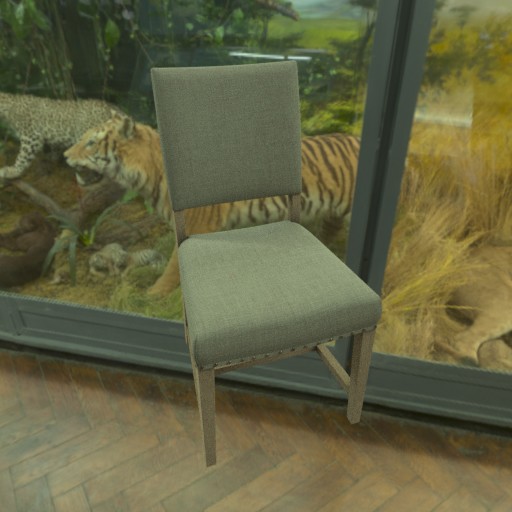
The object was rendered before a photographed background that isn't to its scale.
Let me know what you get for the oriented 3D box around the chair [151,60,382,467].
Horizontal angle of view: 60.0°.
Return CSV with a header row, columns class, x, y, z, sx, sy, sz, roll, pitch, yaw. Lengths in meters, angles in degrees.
class,x,y,z,sx,sy,sz,roll,pitch,yaw
chair,0.000,0.000,1.324,0.508,0.986,0.622,-10,33,-15
